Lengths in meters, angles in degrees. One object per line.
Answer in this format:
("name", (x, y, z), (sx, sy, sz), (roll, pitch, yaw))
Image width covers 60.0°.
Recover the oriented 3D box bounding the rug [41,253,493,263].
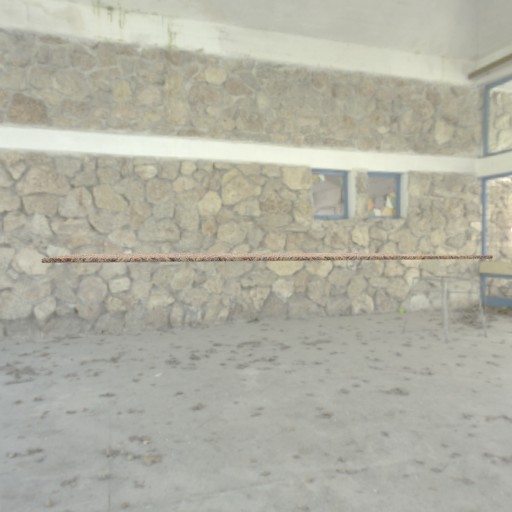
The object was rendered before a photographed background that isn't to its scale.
("rug", (0.000, 0.000, 2.847), (2.285, 0.019, 1.523), (0, 1, -17))
